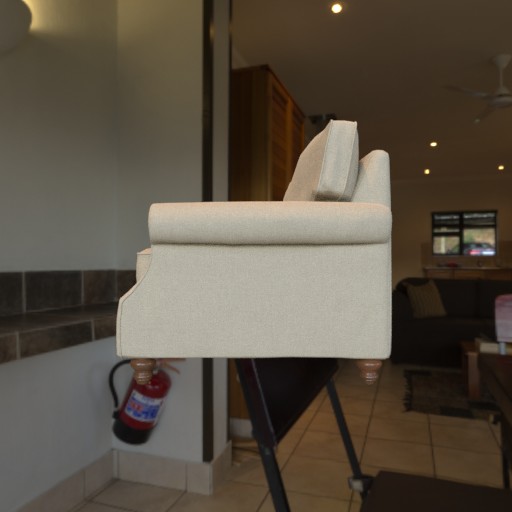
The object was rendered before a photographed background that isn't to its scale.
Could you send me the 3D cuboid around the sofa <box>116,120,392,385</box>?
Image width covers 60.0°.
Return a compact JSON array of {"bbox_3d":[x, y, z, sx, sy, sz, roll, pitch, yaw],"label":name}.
[{"bbox_3d":[0.000,0.000,2.265,0.964,0.937,1.665,0,-1,0],"label":"sofa"}]
